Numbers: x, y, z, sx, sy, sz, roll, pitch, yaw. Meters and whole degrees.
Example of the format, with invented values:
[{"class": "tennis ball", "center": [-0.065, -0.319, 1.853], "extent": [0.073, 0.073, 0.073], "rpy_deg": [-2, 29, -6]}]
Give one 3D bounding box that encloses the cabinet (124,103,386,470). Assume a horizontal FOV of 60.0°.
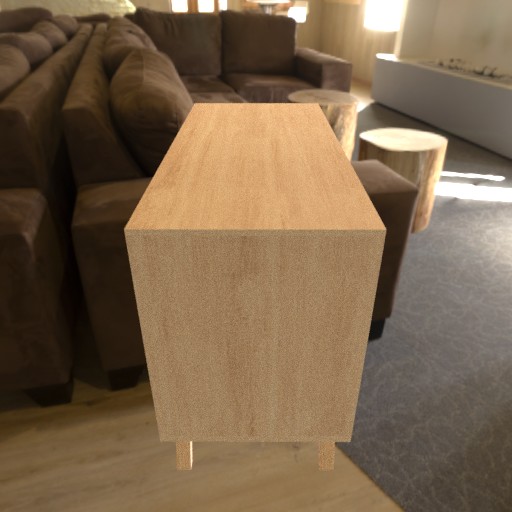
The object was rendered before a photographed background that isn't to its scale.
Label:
[{"class": "cabinet", "center": [0.000, 0.000, 1.520], "extent": [0.500, 0.780, 1.110], "rpy_deg": [0, 31, 0]}]
